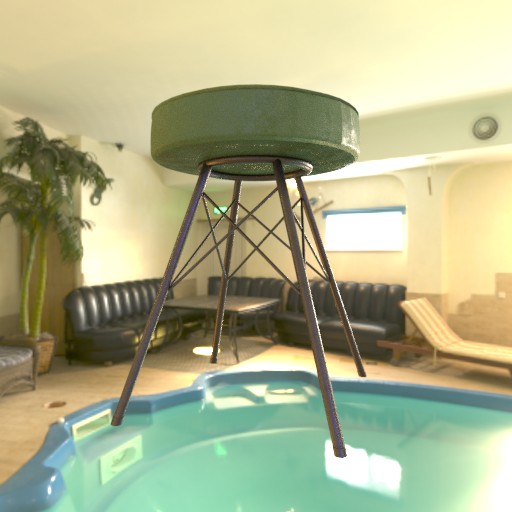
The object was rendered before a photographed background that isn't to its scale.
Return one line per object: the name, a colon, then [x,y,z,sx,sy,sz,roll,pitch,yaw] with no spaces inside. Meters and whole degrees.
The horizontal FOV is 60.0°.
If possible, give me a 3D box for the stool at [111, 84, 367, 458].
stool: [0.000,0.000,0.937,0.430,0.595,0.457,0,1,18]
